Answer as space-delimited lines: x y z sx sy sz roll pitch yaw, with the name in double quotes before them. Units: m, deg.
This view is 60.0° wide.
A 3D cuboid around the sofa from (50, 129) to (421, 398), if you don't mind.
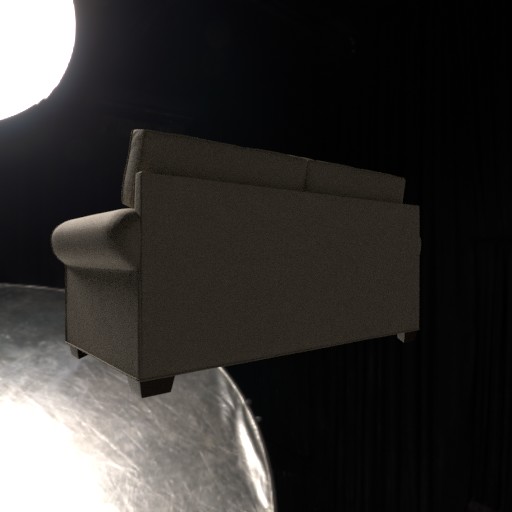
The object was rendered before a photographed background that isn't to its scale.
"sofa" 0.000 0.000 2.265 1.774 0.933 0.861 0 0 -38
